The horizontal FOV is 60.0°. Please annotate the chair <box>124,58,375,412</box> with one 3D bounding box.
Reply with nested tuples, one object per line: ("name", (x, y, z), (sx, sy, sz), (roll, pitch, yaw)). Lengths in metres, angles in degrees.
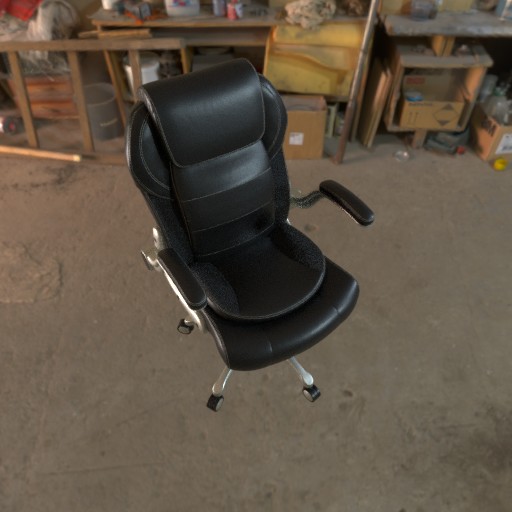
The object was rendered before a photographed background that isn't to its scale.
("chair", (0.000, 0.000, 1.649), (0.724, 1.141, 0.801), (-25, 52, -21))
